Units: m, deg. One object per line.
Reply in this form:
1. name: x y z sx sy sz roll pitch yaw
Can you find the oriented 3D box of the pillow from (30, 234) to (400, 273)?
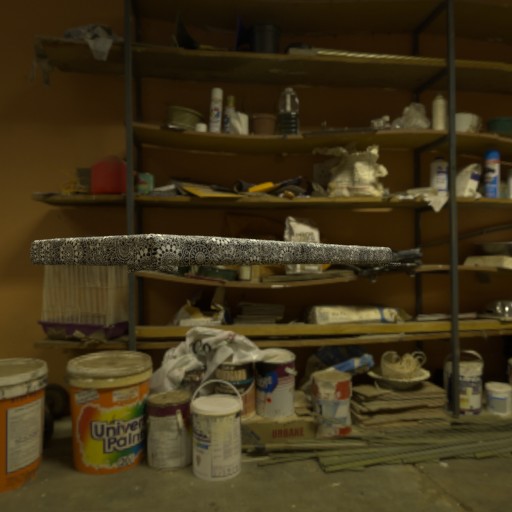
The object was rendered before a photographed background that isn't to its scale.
1. pillow: 0.000 0.000 1.357 0.492 0.081 1.187 0 -1 38
